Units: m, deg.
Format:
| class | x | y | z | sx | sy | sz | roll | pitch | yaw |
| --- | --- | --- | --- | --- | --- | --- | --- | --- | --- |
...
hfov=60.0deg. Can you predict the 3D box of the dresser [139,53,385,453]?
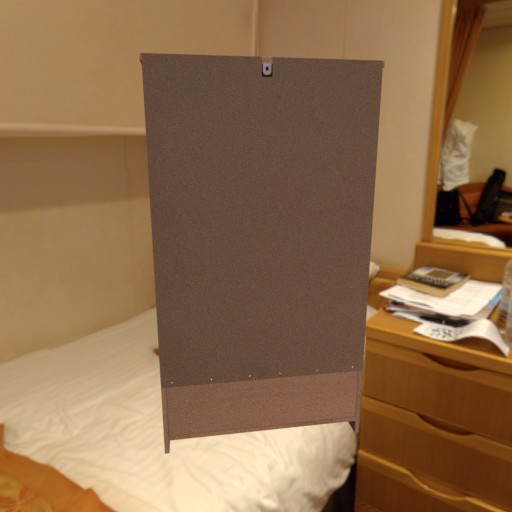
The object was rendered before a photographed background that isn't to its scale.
| class | x | y | z | sx | sy | sz | roll | pitch | yaw |
| --- | --- | --- | --- | --- | --- | --- | --- | --- | --- |
| dresser | 0.000 | 0.000 | 1.589 | 0.704 | 1.255 | 0.399 | -2 | 15 | -9 |
